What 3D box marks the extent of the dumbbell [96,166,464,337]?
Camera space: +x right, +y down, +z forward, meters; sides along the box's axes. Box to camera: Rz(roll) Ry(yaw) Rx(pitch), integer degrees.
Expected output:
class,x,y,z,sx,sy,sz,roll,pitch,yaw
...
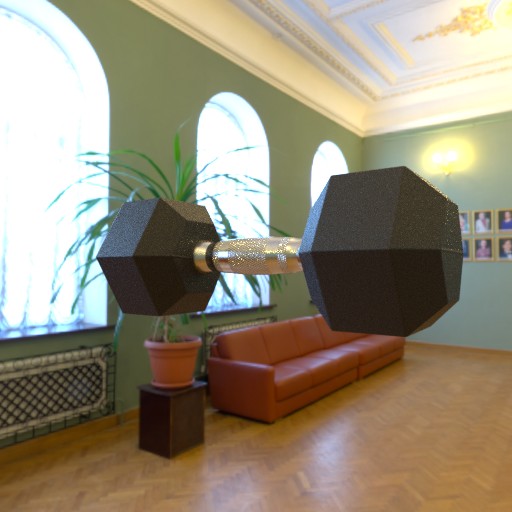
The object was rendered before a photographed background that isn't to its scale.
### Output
class,x,y,z,sx,sy,sz,roll,pitch,yaw
dumbbell,0.000,0.000,0.431,0.356,0.123,0.141,-1,-2,34
